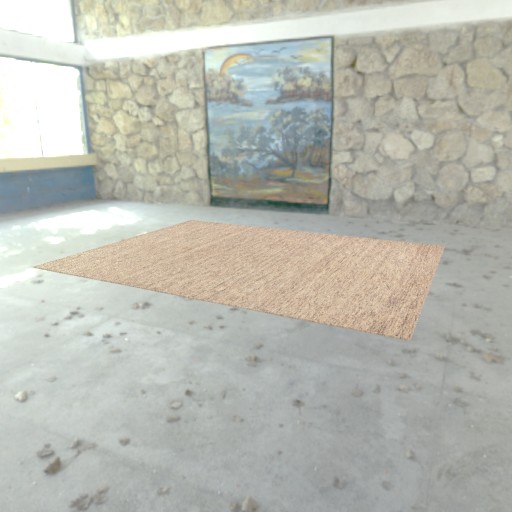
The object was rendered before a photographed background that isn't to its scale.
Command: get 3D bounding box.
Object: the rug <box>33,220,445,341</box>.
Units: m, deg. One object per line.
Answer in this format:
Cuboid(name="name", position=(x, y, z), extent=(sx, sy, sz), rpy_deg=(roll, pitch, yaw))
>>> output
Cuboid(name="rug", position=(0.000, 0.000, 4.287), extent=(3.205, 0.013, 2.448), rpy_deg=(8, 17, 26))
